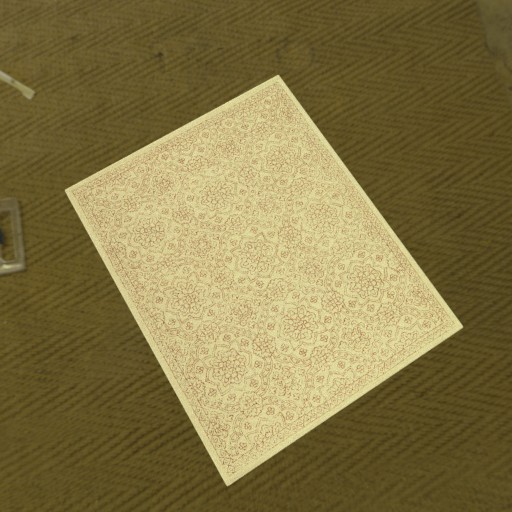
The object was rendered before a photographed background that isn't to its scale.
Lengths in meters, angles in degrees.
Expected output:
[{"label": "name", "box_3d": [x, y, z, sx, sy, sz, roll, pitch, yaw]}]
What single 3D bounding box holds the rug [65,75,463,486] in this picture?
[{"label": "rug", "box_3d": [0.000, 0.000, 4.096, 2.441, 0.015, 3.050, -31, 77, -8]}]
